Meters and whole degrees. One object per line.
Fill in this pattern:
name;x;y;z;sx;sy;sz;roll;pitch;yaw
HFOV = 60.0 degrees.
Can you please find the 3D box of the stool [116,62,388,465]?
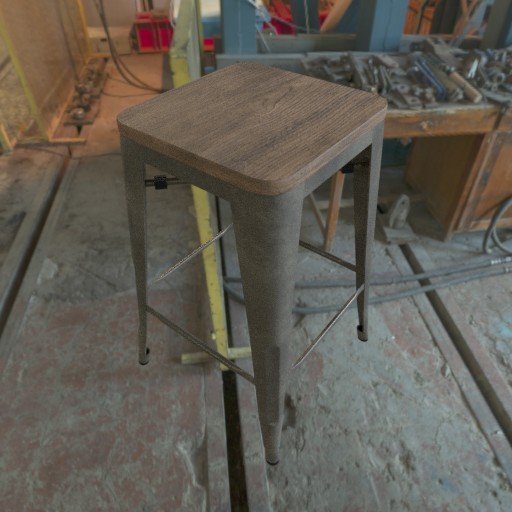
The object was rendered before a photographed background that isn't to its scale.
stool;0.000;0.000;0.881;0.407;0.607;0.407;27;48;27
